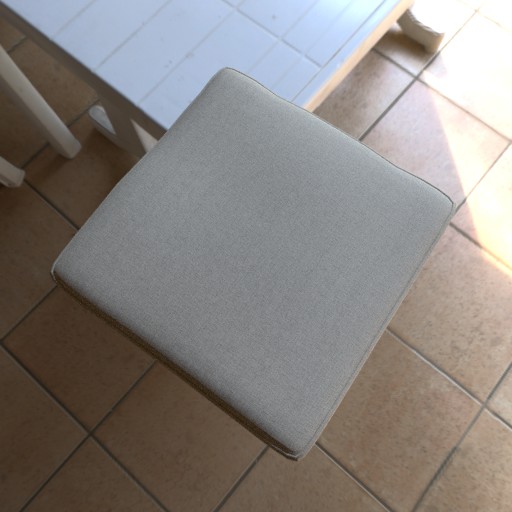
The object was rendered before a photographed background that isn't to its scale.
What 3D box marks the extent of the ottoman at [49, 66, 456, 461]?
[{"bbox_3d":[0.000,0.000,1.389,0.838,0.503,0.838,34,76,9],"label":"ottoman"}]
